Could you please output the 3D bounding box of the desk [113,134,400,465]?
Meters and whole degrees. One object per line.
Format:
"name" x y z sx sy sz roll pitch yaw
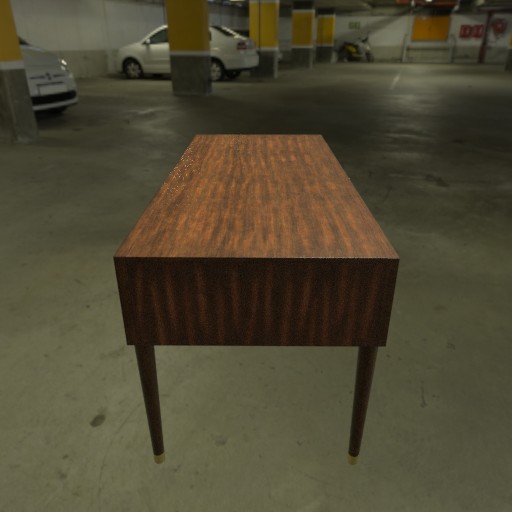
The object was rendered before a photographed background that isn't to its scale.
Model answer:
"desk" 0.000 0.000 1.972 0.724 0.762 1.575 0 26 0
